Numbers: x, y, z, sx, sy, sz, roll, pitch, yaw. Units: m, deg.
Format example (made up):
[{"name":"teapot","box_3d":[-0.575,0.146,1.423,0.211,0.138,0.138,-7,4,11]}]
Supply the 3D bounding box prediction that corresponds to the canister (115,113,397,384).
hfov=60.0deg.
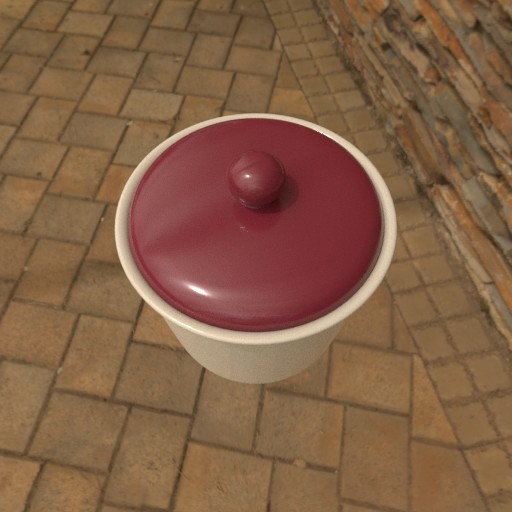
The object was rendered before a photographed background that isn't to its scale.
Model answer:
[{"name":"canister","box_3d":[0.000,0.000,0.339,0.182,0.208,0.182,0,59,0]}]
